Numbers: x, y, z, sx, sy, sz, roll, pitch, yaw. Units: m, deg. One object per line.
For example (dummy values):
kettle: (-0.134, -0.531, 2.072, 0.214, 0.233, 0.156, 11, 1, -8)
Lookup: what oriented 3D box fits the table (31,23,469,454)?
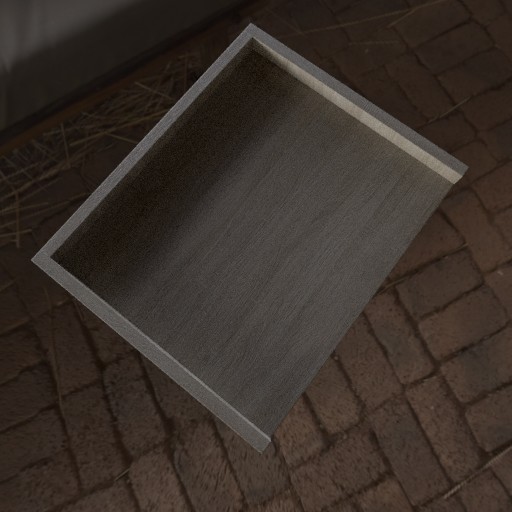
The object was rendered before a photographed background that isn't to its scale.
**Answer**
table: (0.000, 0.000, 0.804, 0.370, 0.470, 0.450, 37, 79, 9)
